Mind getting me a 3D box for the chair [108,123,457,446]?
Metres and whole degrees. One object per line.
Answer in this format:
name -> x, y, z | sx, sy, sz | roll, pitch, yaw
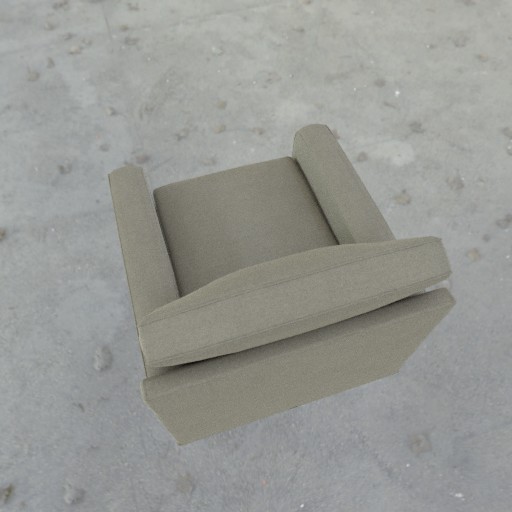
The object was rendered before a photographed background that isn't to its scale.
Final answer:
chair -> 0.000, 0.000, 1.785 | 0.999, 0.934, 1.044 | -15, 59, -9
